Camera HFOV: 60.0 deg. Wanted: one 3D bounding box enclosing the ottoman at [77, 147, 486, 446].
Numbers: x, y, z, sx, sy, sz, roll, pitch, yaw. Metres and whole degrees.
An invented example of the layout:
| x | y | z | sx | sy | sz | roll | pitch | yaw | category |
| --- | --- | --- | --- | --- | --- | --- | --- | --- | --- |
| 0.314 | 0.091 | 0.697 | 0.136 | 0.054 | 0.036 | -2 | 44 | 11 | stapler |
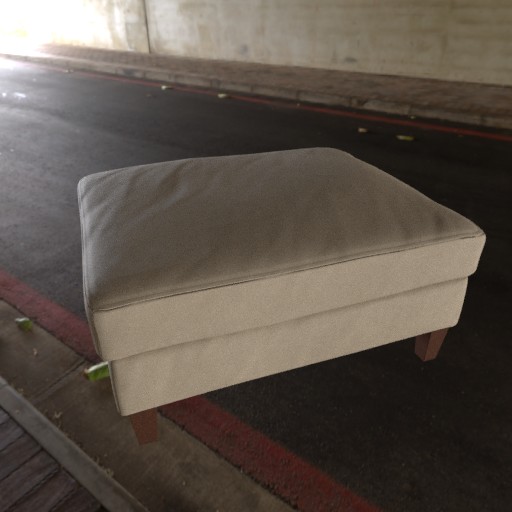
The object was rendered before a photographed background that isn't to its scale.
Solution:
| x | y | z | sx | sy | sz | roll | pitch | yaw | category |
| --- | --- | --- | --- | --- | --- | --- | --- | --- | --- |
| 0.000 | 0.000 | 1.419 | 1.002 | 0.492 | 0.836 | -10 | 32 | -18 | ottoman |
